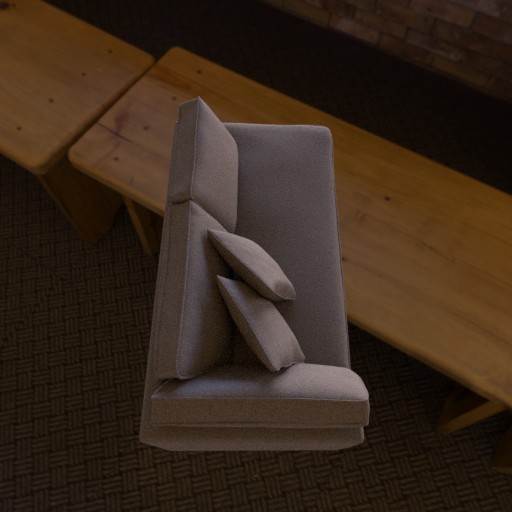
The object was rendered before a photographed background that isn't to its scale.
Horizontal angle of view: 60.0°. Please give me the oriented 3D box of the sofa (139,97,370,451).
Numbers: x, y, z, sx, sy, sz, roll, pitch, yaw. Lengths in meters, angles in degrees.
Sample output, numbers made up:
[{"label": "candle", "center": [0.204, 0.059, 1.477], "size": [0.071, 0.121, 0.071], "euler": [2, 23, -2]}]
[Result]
[{"label": "sofa", "center": [0.000, 0.000, 2.819], "size": [1.110, 1.033, 2.237], "euler": [0, 64, 0]}]
